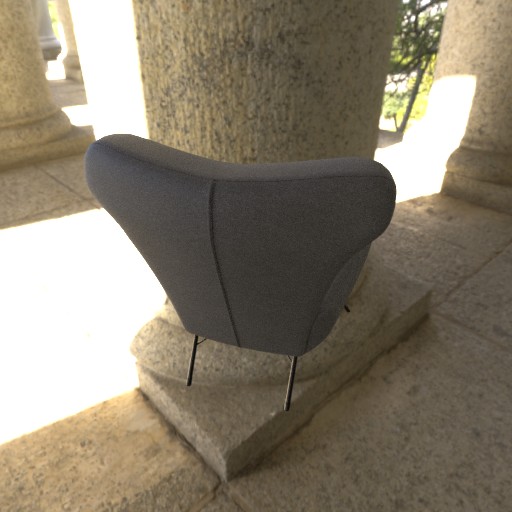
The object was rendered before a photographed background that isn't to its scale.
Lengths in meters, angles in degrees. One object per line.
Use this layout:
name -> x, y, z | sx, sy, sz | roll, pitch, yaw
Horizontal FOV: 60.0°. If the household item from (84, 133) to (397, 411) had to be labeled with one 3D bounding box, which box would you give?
household item -> 0.000, 0.000, 1.790 | 0.980, 1.050, 0.900 | 9, 33, 15
